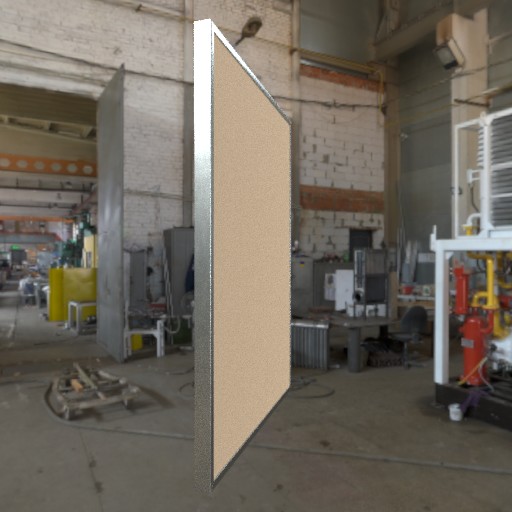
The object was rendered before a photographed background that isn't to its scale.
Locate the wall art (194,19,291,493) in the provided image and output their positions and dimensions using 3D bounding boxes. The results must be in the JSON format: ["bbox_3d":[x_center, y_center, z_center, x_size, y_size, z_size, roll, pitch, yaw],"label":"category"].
[{"bbox_3d":[0.000,0.000,1.382,0.041,1.062,0.803,0,0,18],"label":"wall art"}]
